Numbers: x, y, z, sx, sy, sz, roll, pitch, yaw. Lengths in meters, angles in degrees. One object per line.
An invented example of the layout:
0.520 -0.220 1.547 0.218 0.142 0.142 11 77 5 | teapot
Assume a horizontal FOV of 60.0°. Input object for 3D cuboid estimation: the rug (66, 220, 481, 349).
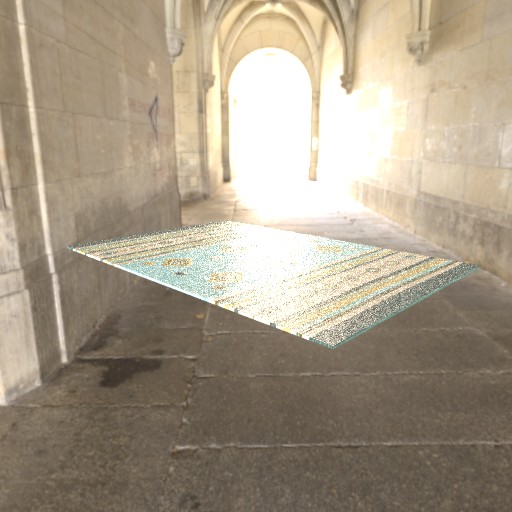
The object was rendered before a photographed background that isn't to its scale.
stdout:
0.000 0.000 2.306 1.811 0.010 1.212 14 20 43 | rug
